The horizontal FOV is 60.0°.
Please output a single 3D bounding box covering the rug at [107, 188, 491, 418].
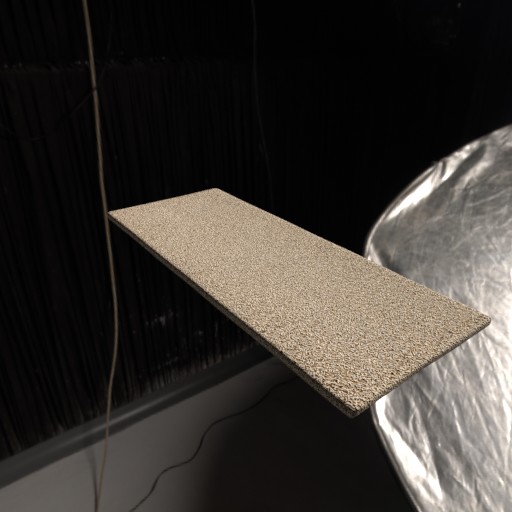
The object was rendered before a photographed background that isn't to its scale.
[{"bbox_3d":[0.000,0.000,1.691,0.609,0.030,1.524,-19,32,-32],"label":"rug"}]
